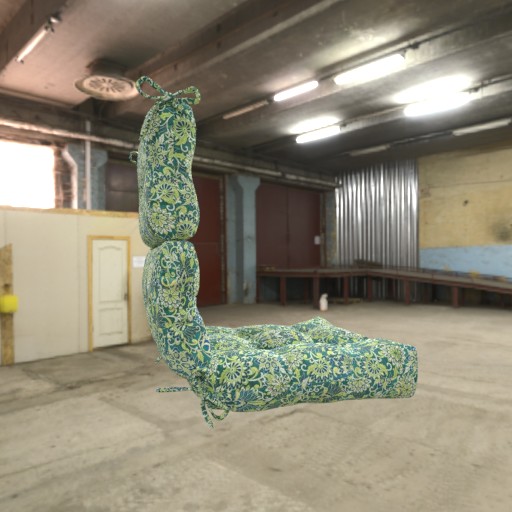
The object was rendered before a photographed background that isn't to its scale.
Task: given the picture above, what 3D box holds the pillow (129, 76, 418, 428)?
[{"bbox_3d":[0.000,0.000,1.044,0.571,0.605,0.519,0,-1,-17],"label":"pillow"}]
